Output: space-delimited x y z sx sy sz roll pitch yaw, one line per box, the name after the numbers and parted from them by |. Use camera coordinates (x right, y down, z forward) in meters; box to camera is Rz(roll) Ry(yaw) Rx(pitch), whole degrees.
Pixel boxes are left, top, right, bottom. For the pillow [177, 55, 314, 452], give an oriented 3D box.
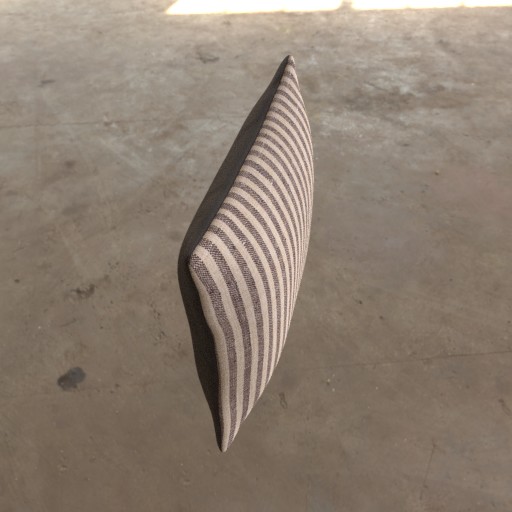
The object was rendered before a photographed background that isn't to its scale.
0.000 0.000 0.796 0.166 0.506 0.523 11 48 10 | pillow
